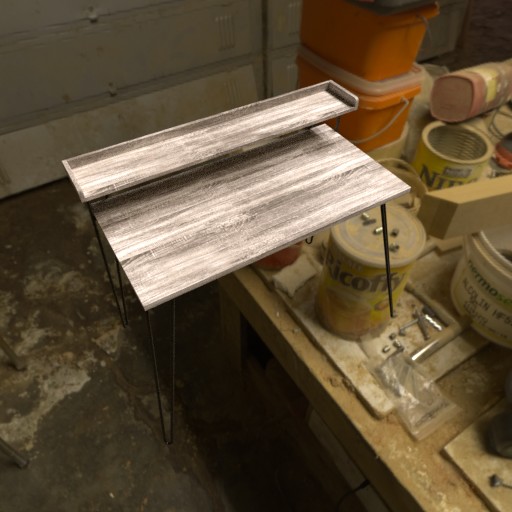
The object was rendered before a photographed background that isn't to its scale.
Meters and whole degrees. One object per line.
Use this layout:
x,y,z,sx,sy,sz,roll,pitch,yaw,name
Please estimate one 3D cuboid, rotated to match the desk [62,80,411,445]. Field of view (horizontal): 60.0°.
0.000,0.000,1.685,1.135,0.899,0.605,-24,51,-21,desk
